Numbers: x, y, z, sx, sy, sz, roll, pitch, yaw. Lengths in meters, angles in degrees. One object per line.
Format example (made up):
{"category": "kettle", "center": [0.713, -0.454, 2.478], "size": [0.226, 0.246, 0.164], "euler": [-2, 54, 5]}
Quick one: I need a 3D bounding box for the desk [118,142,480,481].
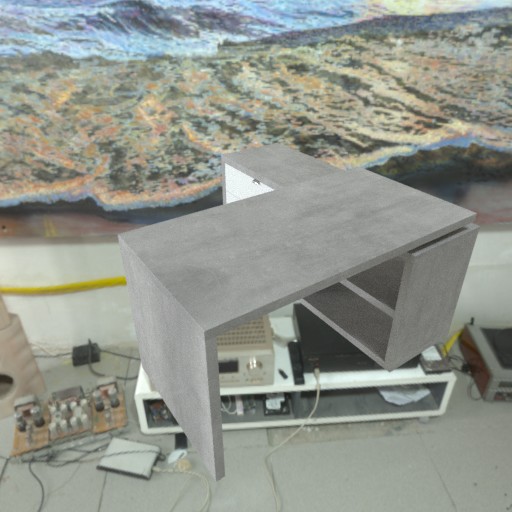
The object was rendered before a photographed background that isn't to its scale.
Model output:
{"category": "desk", "center": [0.000, 0.000, 2.318], "size": [1.400, 0.740, 1.500], "euler": [-20, 37, -29]}
